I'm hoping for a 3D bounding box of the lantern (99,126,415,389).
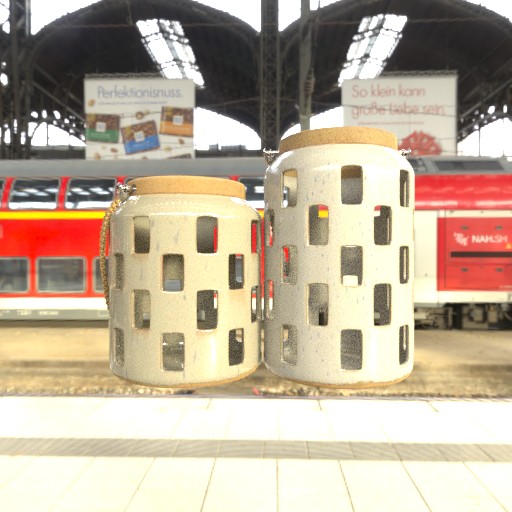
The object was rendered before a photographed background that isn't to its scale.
[{"bbox_3d":[0.000,0.000,0.505,0.347,0.255,0.184,0,1,1],"label":"lantern"}]
